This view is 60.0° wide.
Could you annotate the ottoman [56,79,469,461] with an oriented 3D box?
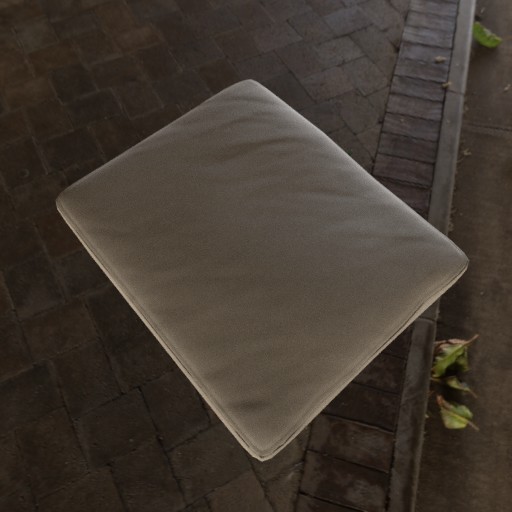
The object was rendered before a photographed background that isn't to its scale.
[{"bbox_3d":[0.000,0.000,1.495,0.836,0.492,1.002,-38,70,-17],"label":"ottoman"}]
